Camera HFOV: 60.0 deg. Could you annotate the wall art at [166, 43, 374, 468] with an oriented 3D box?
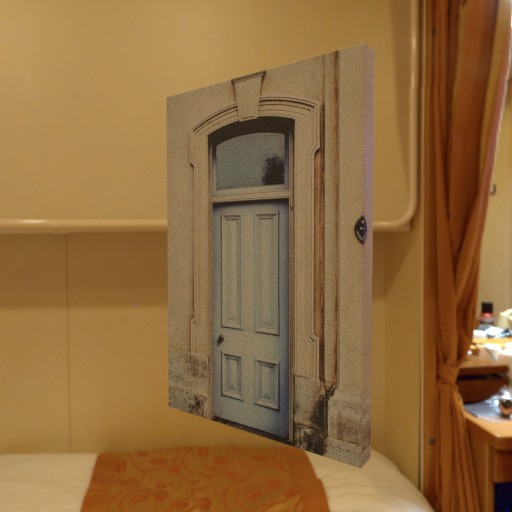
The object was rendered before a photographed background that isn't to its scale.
[{"bbox_3d":[0.000,0.000,0.765,0.403,0.607,0.036,2,3,36],"label":"wall art"}]
